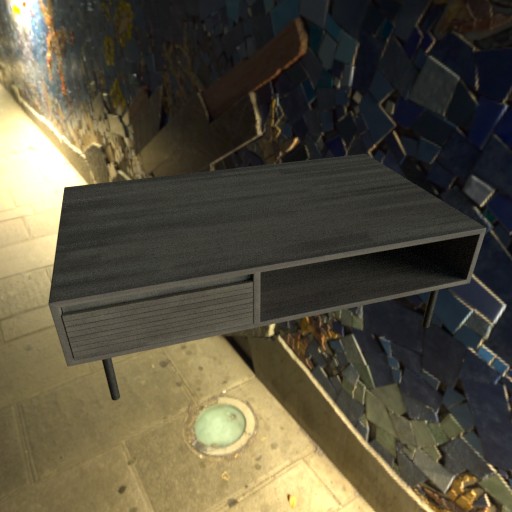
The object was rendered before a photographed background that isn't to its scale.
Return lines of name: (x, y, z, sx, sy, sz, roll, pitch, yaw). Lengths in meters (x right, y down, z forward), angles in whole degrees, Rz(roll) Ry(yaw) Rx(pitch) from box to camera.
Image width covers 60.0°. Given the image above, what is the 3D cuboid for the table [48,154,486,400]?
table: (0.000, 0.000, 1.389, 1.088, 0.347, 0.643, -9, 33, -15)
